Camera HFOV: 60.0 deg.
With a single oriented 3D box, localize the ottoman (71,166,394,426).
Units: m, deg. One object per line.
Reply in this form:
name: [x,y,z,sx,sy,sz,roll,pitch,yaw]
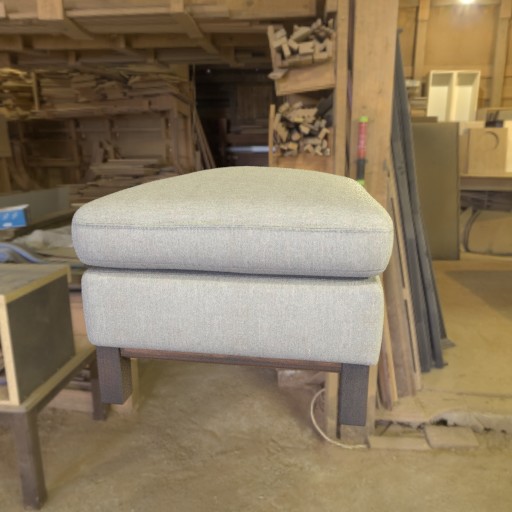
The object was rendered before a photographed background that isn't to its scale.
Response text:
ottoman: [0.000,0.000,1.039,0.528,0.404,0.735,2,14,8]
